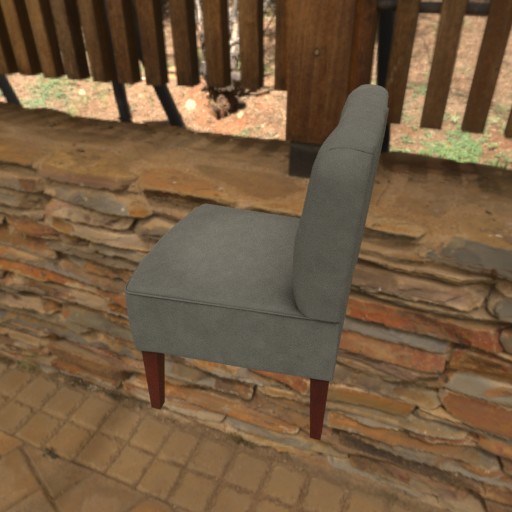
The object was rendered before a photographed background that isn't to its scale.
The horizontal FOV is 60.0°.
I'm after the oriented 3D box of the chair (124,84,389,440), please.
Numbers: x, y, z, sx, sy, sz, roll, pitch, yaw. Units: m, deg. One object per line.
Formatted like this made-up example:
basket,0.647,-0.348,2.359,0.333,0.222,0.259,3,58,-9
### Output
chair,0.000,0.000,1.161,0.554,0.806,0.521,9,33,14
